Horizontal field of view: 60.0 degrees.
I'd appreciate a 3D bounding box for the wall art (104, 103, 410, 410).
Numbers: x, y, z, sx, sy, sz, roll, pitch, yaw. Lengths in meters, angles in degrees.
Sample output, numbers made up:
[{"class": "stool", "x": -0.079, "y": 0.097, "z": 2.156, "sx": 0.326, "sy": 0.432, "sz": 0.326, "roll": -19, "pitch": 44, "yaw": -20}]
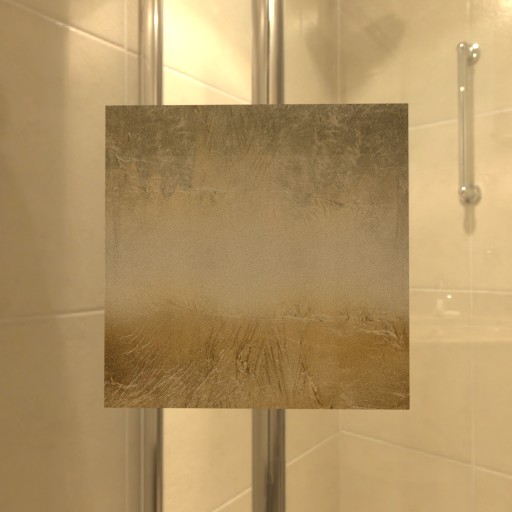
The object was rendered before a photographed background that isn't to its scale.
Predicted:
[{"class": "wall art", "x": 0.000, "y": 0.000, "z": 0.907, "sx": 0.610, "sy": 0.610, "sz": 0.038, "roll": 0, "pitch": -1, "yaw": 1}]
